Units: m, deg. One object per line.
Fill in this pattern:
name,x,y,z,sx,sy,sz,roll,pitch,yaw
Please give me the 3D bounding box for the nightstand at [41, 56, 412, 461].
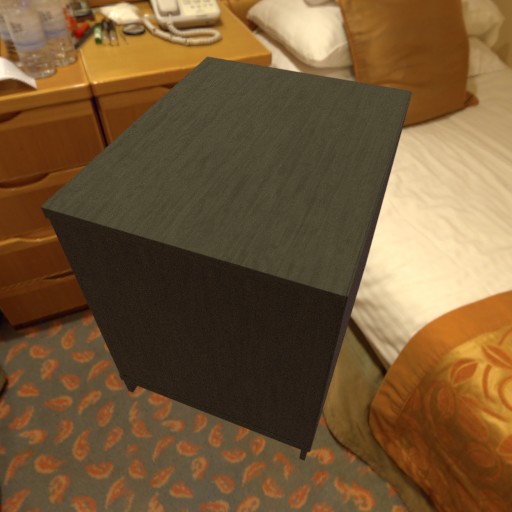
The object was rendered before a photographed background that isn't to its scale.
nightstand,0.000,0.000,0.747,0.347,0.448,0.427,16,49,14
